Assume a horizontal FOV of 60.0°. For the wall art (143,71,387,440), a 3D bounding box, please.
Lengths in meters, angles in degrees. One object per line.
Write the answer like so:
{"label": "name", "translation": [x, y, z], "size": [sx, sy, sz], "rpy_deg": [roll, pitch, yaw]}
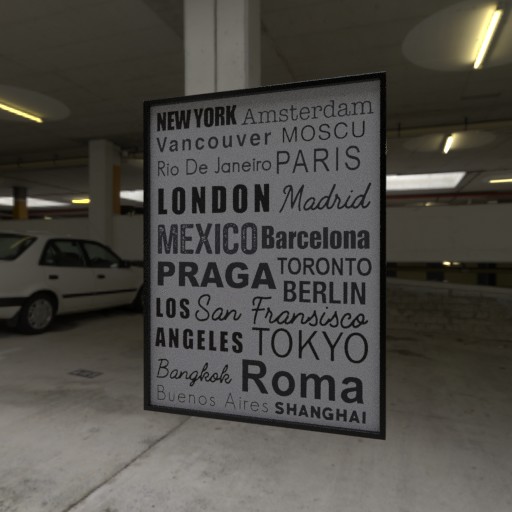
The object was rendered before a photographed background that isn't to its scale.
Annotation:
{"label": "wall art", "translation": [0.000, 0.000, 1.398], "size": [0.788, 1.046, 0.043], "rpy_deg": [0, 0, 18]}
